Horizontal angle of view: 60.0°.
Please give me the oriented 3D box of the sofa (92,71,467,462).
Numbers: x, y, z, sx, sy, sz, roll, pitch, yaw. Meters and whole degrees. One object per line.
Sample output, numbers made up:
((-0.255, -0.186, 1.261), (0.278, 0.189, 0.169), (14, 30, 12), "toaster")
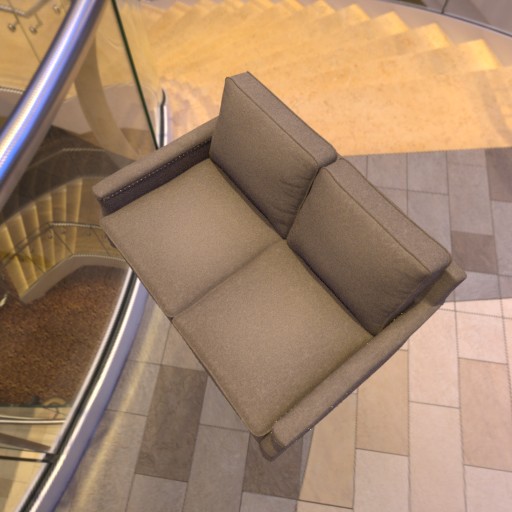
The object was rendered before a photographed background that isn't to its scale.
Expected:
((0.000, 0.000, 2.264), (1.084, 1.003, 1.597), (-35, 69, -16), "sofa")
